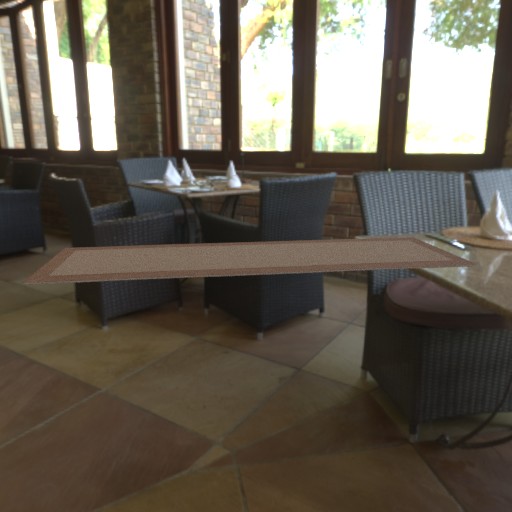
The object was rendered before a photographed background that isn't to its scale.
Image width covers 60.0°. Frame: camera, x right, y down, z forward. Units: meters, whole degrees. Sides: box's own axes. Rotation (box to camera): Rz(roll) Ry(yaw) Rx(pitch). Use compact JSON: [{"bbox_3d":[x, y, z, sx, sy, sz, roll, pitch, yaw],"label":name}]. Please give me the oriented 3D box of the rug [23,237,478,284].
[{"bbox_3d":[0.000,0.000,2.705,2.430,0.012,0.767,-2,14,-8],"label":"rug"}]
